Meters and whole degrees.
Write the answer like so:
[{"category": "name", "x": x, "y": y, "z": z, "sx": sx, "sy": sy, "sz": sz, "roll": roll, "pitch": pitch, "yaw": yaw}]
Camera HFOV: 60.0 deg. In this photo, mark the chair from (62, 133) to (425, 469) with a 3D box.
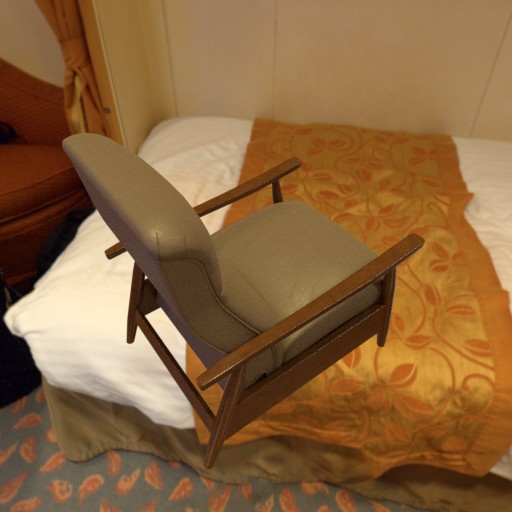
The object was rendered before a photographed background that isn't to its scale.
[{"category": "chair", "x": 0.000, "y": 0.000, "z": 1.705, "sx": 1.014, "sy": 1.082, "sz": 0.762, "roll": -26, "pitch": 48, "yaw": -26}]
